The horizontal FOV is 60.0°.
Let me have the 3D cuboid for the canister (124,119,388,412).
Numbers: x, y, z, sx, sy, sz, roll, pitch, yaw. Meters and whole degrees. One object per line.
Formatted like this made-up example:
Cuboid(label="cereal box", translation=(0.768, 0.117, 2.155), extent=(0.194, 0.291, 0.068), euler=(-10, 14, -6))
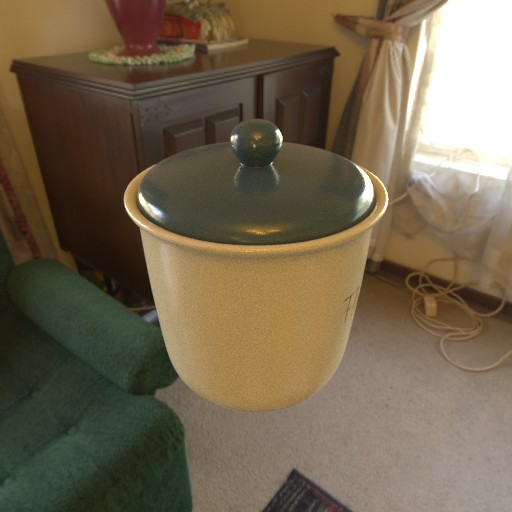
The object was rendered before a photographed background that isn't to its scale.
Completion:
Cuboid(label="canister", translation=(0.000, 0.000, 0.345), extent=(0.182, 0.208, 0.182), euler=(0, 31, 0))
